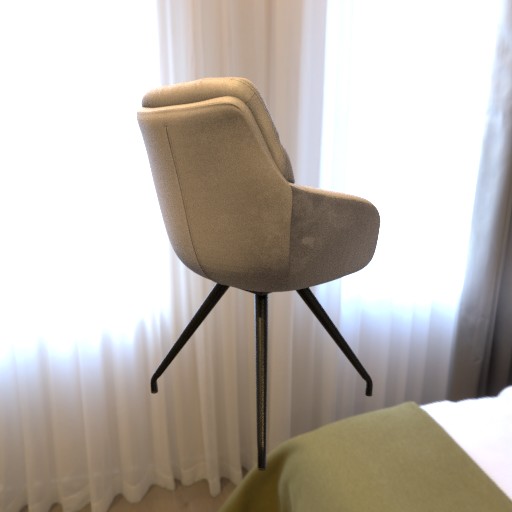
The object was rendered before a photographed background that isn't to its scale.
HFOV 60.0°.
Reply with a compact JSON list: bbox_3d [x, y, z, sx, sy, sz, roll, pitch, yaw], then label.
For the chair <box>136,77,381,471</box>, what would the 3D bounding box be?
[{"bbox_3d":[0.000,0.000,1.267,0.569,0.888,0.579,-13,18,-43],"label":"chair"}]
